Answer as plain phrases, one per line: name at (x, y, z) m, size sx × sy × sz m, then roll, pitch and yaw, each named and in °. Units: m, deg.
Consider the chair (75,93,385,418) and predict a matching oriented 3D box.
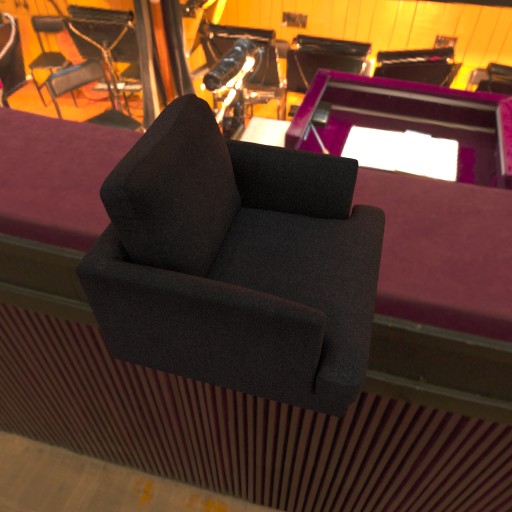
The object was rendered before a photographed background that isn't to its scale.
chair at (0.000, 0.000, 1.649) m, size 0.899 × 0.957 × 0.858 m, roll 11°, pitch 47°, yaw 11°
